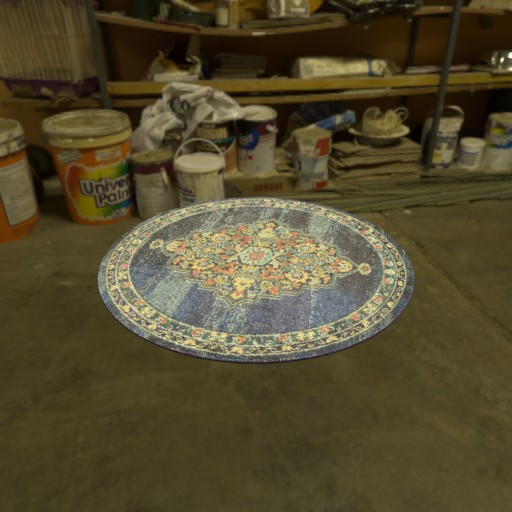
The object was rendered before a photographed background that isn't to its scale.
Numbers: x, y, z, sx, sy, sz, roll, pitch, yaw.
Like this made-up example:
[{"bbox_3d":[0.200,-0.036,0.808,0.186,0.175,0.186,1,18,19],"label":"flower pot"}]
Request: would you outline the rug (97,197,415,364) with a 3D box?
[{"bbox_3d":[0.000,0.000,2.326,1.591,0.010,1.591,0,30,0],"label":"rug"}]
